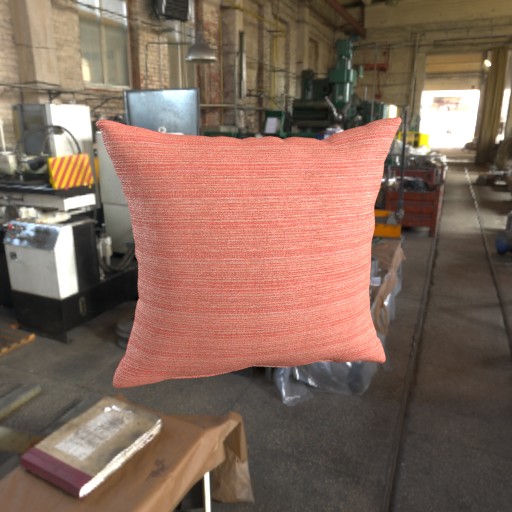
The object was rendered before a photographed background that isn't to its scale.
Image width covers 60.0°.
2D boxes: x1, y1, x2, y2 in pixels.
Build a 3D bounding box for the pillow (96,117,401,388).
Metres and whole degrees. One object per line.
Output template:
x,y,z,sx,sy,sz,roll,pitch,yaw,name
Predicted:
0.000,0.000,0.833,0.559,0.501,0.229,-3,16,-10,pillow
